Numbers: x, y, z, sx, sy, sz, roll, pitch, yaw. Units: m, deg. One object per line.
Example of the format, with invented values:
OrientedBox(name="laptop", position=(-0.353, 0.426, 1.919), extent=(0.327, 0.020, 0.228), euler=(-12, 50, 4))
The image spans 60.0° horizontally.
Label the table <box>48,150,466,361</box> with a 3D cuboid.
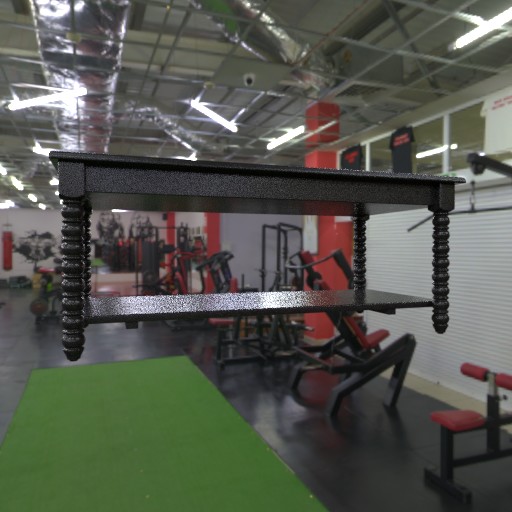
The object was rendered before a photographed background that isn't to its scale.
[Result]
OrientedBox(name="table", position=(0.000, 0.000, 1.447), extent=(1.171, 0.487, 0.580), euler=(0, 1, -19))
